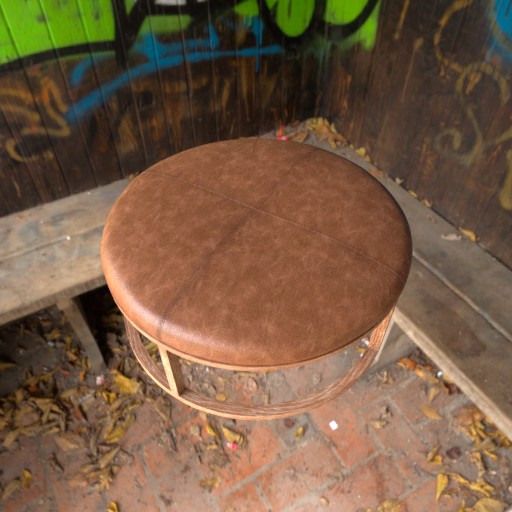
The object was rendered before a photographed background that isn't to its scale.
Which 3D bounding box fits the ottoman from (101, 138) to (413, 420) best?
[{"bbox_3d":[0.000,0.000,1.568,1.006,0.445,1.006,0,46,0],"label":"ottoman"}]
